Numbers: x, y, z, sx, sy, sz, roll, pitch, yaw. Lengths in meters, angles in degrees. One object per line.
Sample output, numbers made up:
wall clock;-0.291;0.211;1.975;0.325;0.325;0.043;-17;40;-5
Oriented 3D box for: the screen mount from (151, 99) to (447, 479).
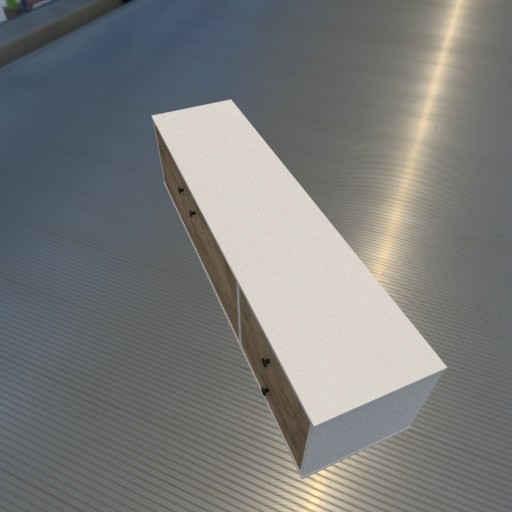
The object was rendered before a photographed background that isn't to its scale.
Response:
screen mount;0.000;0.000;1.811;0.418;0.520;1.600;-17;49;-16
